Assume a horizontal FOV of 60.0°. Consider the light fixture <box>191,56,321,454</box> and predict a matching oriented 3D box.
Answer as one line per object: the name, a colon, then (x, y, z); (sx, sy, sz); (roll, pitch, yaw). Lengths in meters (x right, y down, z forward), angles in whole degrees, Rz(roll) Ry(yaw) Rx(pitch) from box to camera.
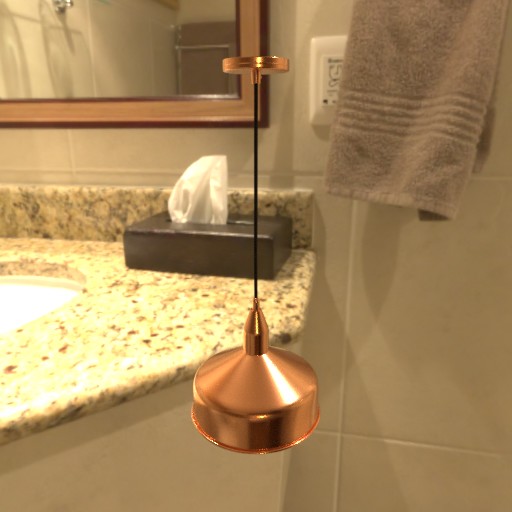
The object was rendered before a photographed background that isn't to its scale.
light fixture: (0.000, 0.000, 0.929); (0.301, 0.754, 0.301); (-8, 20, -25)
